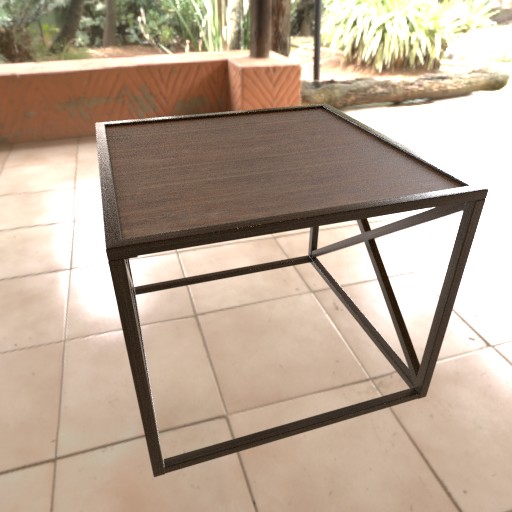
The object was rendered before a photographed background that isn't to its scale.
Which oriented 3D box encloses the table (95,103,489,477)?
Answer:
[{"bbox_3d":[0.000,0.000,1.030,0.609,0.507,0.611,-10,34,-15],"label":"table"}]
